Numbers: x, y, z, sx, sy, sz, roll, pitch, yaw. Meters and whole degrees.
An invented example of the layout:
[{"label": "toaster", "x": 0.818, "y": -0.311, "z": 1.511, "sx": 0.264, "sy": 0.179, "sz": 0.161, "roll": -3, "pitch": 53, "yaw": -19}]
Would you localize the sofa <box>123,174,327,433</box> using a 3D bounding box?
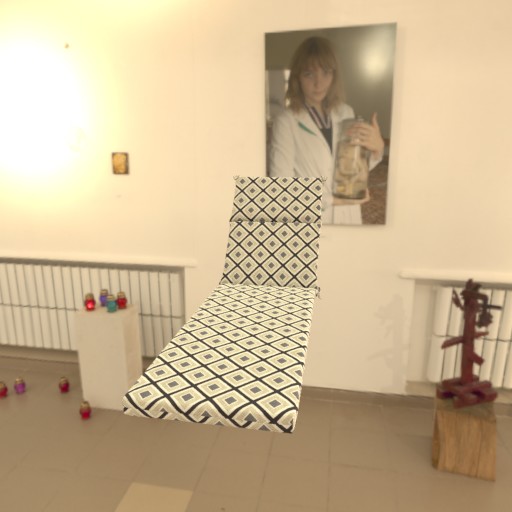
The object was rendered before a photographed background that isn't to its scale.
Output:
[{"label": "sofa", "x": 0.000, "y": 0.000, "z": 1.996, "sx": 0.582, "sy": 0.622, "sz": 1.663, "roll": 3, "pitch": 14, "yaw": 10}]
